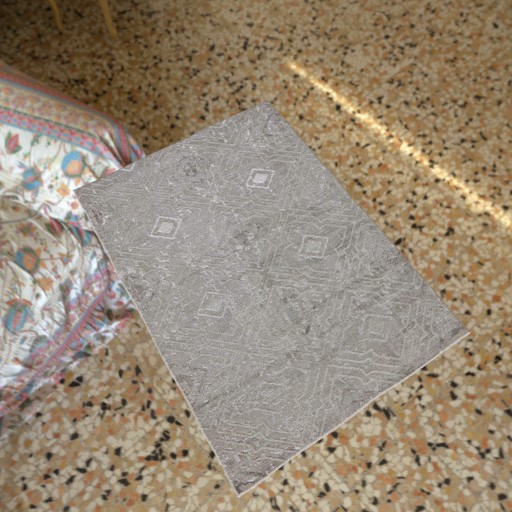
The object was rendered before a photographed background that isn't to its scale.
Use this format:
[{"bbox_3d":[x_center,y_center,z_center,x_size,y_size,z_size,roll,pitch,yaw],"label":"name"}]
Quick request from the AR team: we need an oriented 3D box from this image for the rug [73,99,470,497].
[{"bbox_3d":[0.000,0.000,4.314,2.448,0.020,3.359,-29,67,-14],"label":"rug"}]
